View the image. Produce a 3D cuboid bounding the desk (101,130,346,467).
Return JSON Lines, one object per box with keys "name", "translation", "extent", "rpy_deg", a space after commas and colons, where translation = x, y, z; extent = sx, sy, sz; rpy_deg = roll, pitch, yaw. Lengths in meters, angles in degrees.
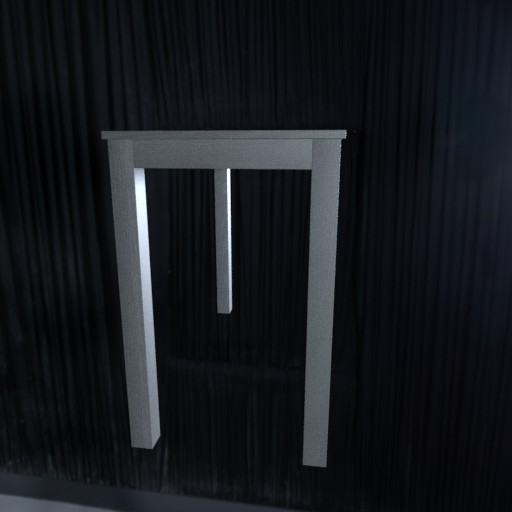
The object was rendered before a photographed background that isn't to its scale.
{"name": "desk", "translation": [0.000, 0.000, 1.450], "extent": [0.499, 0.762, 0.991], "rpy_deg": [2, 14, 8]}
